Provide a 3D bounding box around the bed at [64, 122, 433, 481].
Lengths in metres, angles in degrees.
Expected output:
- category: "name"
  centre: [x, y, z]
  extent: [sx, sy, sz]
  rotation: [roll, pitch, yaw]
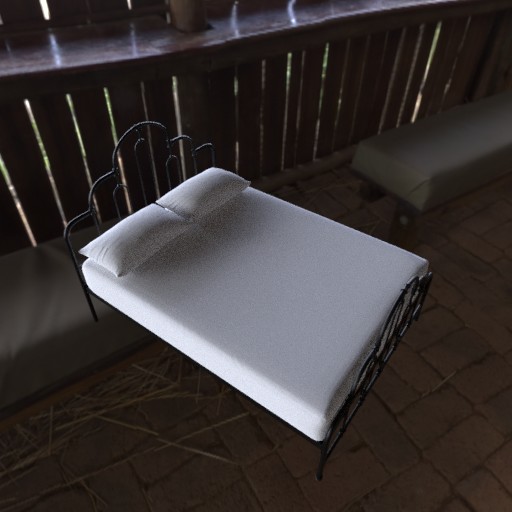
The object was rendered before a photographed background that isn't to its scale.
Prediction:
- category: "bed"
  centre: [0.000, 0.000, 3.230]
  extent: [2.181, 1.444, 1.626]
  rotation: [26, 48, 27]
